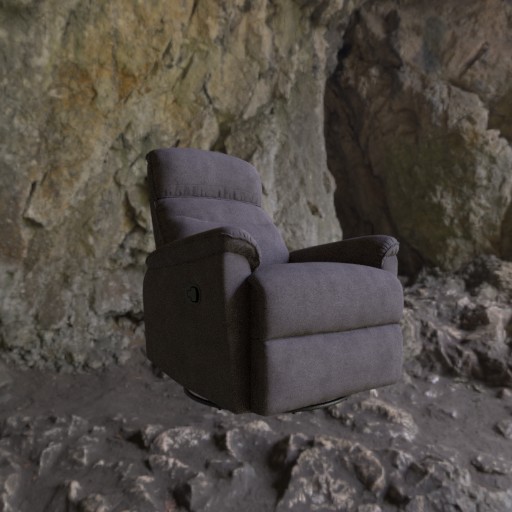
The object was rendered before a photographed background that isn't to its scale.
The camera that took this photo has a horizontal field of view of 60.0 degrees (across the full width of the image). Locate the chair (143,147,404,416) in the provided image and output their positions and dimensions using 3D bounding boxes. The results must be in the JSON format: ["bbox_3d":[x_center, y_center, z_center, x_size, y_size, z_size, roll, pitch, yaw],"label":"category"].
[{"bbox_3d":[0.000,0.000,1.819,0.830,1.036,1.009,1,-1,-36],"label":"chair"}]
